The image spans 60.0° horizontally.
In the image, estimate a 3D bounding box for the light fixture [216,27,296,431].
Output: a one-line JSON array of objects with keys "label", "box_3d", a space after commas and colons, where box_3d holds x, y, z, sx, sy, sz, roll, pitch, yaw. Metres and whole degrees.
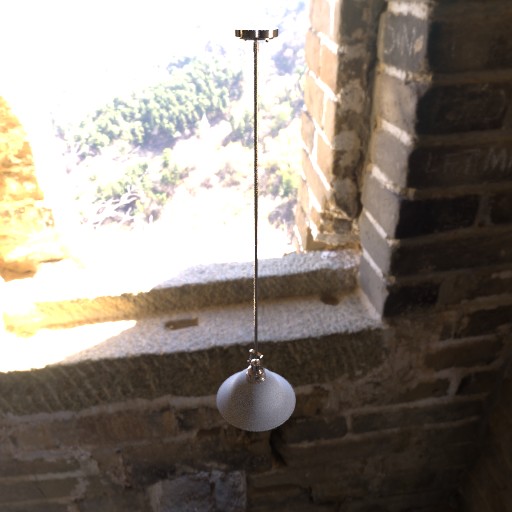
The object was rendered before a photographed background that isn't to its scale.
[{"label": "light fixture", "box_3d": [0.000, 0.000, 1.479, 0.324, 1.354, 0.324, 22, 37, 32]}]
